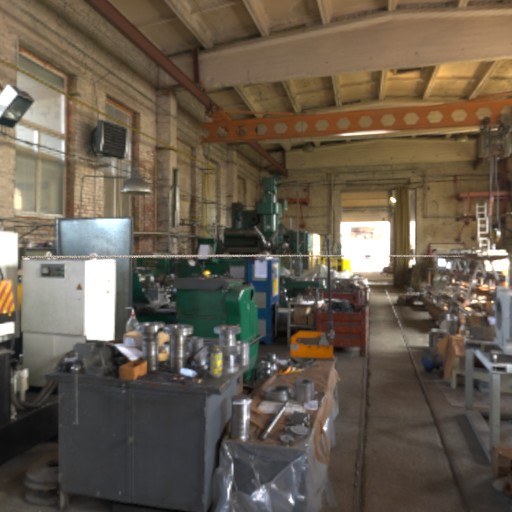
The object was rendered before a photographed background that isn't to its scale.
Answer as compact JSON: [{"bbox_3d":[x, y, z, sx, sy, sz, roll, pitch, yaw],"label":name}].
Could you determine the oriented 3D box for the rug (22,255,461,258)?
[{"bbox_3d":[0.000,0.000,2.570,2.335,0.013,0.697,0,0,-19],"label":"rug"}]
